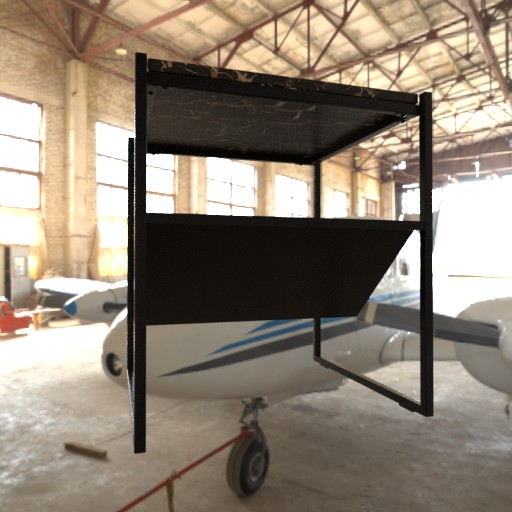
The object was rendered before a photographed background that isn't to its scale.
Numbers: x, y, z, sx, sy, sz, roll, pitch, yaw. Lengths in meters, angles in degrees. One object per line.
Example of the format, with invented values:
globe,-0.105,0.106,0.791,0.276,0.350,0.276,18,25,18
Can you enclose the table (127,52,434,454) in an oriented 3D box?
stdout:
table,0.000,0.000,0.857,0.469,0.534,0.432,0,-1,-17
